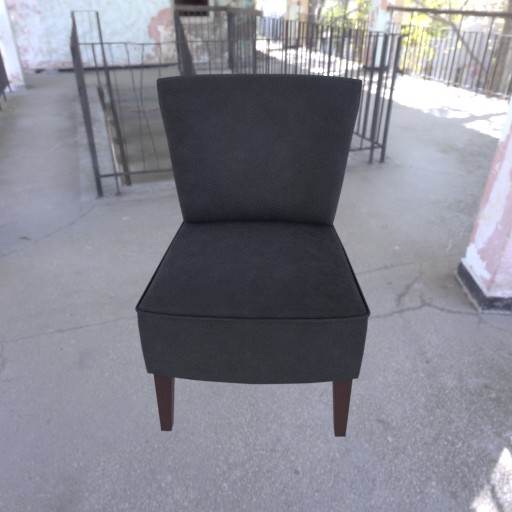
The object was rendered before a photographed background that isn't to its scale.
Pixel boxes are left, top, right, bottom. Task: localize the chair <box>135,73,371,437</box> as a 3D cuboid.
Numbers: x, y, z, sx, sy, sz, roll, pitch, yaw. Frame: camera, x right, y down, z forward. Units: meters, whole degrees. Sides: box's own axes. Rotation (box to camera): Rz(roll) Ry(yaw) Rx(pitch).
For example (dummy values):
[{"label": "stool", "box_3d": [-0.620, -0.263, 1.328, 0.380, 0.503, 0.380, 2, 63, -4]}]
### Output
[{"label": "chair", "box_3d": [0.000, 0.000, 1.139, 0.521, 0.806, 0.554, 1, 31, 2]}]
